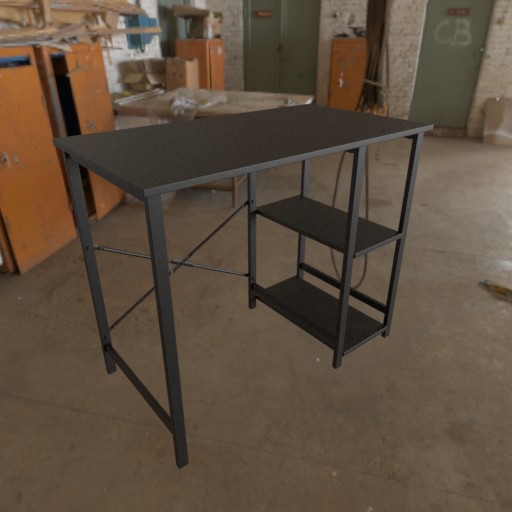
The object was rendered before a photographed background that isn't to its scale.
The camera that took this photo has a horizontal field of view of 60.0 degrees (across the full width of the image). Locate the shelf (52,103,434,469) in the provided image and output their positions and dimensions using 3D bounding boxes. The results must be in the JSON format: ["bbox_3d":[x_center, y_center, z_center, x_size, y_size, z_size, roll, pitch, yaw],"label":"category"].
[{"bbox_3d":[0.000,0.000,1.353,0.902,0.749,0.498,-20,34,-34],"label":"shelf"}]
